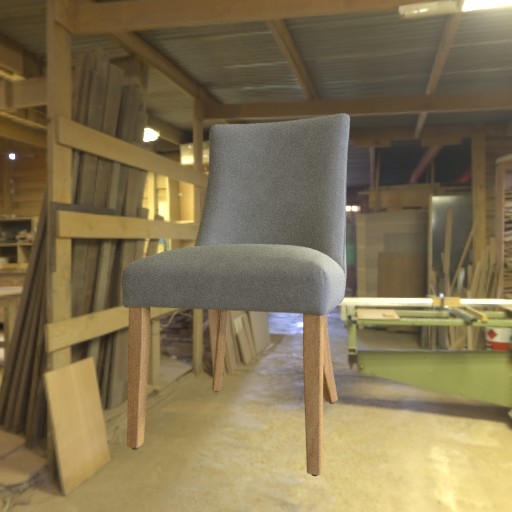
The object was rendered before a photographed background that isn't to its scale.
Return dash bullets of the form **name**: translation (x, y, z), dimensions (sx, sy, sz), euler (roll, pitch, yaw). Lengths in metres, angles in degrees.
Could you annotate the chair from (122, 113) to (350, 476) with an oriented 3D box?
- **chair**: translation (0.000, 0.000, 1.241), dimensions (0.495, 0.902, 0.610), euler (0, 0, 17)
